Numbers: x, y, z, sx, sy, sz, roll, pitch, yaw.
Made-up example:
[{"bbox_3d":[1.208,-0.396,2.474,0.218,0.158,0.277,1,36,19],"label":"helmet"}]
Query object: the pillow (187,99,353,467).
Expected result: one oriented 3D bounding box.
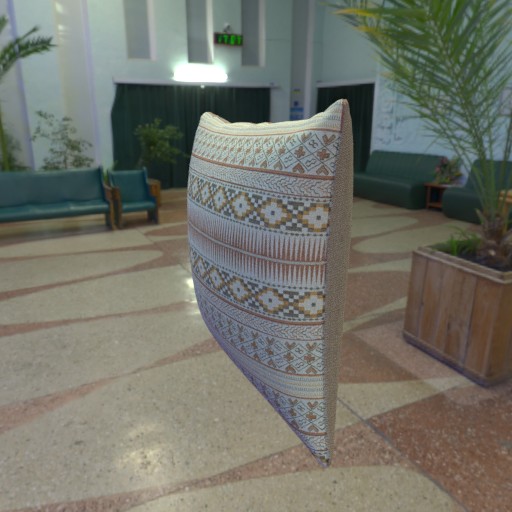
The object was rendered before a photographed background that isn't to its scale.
[{"bbox_3d":[0.000,0.000,0.807,0.215,0.519,0.521,-8,18,-23],"label":"pillow"}]
